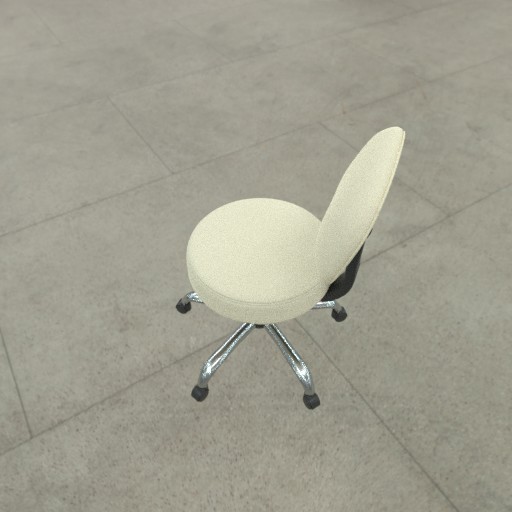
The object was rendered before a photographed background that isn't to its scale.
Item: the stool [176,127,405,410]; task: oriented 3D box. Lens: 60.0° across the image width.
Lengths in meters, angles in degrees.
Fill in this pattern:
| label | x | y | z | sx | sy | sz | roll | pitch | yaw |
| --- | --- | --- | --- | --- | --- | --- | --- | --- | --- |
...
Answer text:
| label | x | y | z | sx | sy | sz | roll | pitch | yaw |
| --- | --- | --- | --- | --- | --- | --- | --- | --- | --- |
| stool | 0.000 | 0.000 | 1.260 | 0.616 | 0.810 | 0.609 | 16 | 49 | 15 |
